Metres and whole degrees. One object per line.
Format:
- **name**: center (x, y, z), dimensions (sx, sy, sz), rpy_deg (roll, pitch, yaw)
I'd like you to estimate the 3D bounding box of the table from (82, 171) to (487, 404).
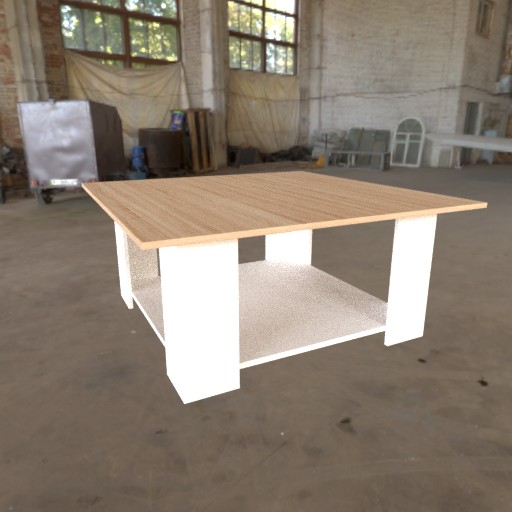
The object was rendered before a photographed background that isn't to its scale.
- **table**: center (0.000, 0.000, 1.046), dimensions (0.670, 0.305, 0.670), rpy_deg (-8, 19, -26)
